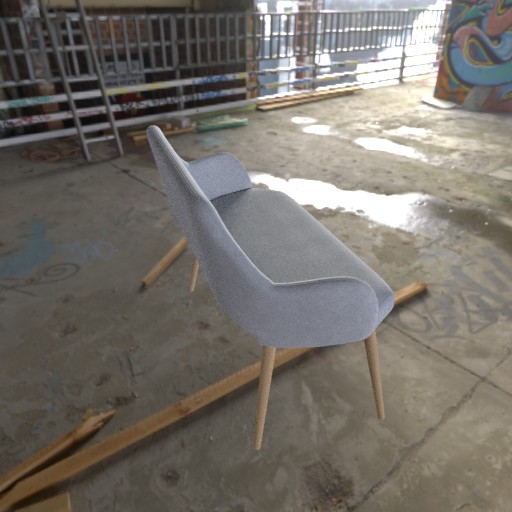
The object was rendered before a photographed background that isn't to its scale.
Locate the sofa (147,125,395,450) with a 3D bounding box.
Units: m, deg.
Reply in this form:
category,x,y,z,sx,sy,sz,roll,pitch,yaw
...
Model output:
category,x,y,z,sx,sy,sz,roll,pitch,yaw
sofa,0.000,0.000,1.645,0.610,0.840,1.150,-10,32,-17
